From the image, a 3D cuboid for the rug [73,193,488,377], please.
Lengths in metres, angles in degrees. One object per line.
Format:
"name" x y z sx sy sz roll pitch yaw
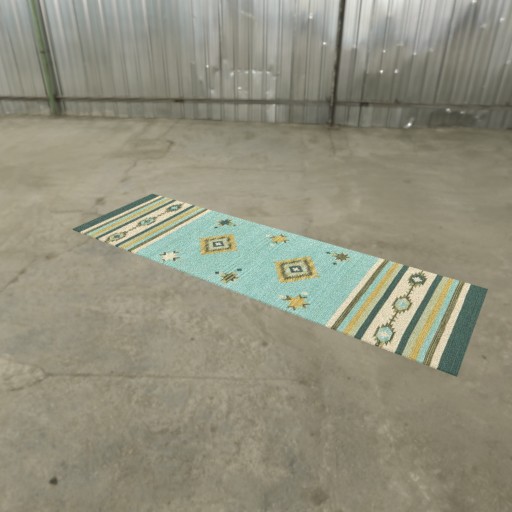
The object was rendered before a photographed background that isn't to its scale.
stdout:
"rug" 0.000 0.000 2.652 2.441 0.010 0.744 18 35 28
